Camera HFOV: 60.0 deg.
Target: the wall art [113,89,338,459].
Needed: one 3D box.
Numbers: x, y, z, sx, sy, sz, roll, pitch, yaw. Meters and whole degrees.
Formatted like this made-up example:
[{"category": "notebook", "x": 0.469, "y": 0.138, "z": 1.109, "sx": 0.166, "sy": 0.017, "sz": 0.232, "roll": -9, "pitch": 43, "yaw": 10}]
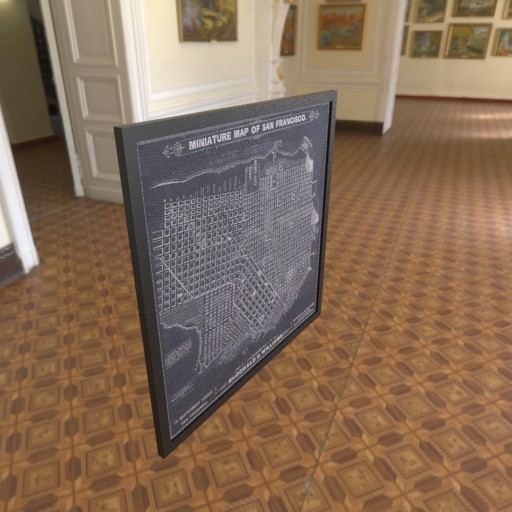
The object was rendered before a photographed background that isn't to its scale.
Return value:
[{"category": "wall art", "x": 0.000, "y": 0.000, "z": 1.230, "sx": 0.022, "sy": 0.807, "sz": 0.807, "roll": 18, "pitch": 31, "yaw": 32}]
